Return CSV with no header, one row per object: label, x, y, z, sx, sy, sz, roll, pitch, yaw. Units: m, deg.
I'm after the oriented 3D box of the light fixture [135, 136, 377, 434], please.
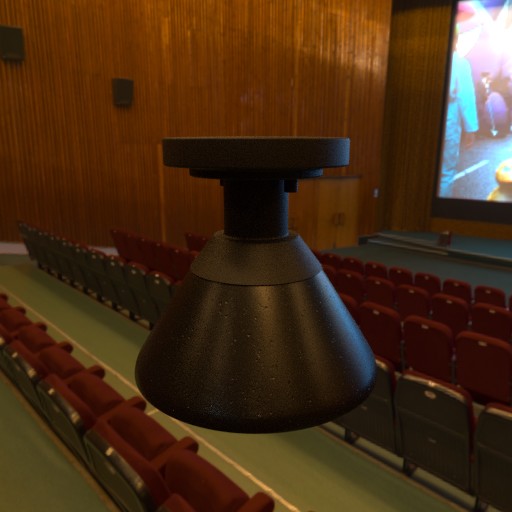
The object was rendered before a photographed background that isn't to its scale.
light fixture,0.000,0.000,0.357,0.200,0.183,0.200,0,14,0
